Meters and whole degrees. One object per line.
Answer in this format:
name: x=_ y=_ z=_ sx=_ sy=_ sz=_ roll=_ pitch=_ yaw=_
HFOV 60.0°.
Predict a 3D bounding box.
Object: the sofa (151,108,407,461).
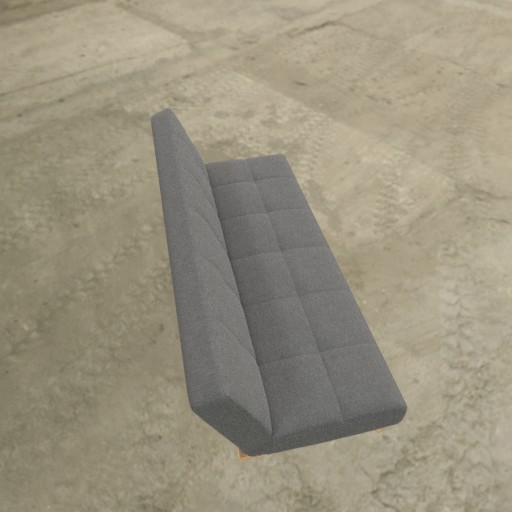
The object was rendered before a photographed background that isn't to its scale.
sofa: x=0.000 y=0.000 z=2.223 sx=0.820 sy=0.770 sz=1.820 roll=-10 pitch=47 yaw=-9
